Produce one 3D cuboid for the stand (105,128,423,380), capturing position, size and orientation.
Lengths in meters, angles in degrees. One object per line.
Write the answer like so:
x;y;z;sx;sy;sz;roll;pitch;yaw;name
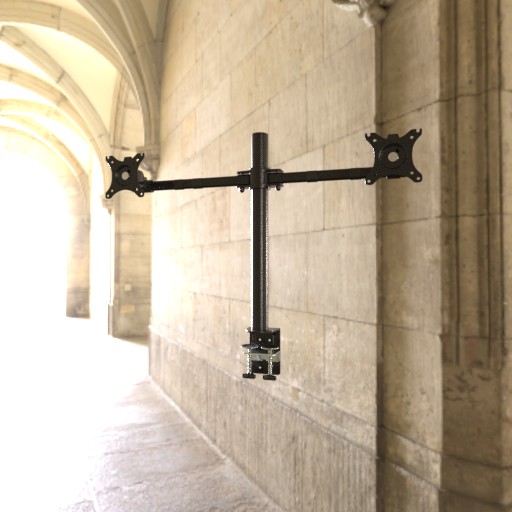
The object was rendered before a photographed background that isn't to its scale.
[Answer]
0.000;0.000;1.063;0.743;0.603;0.150;0;-1;18;stand
